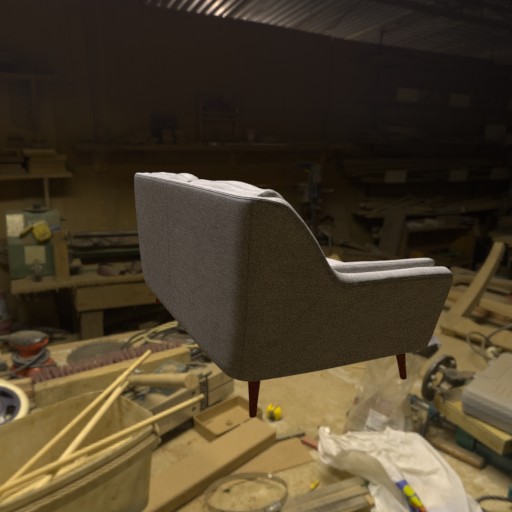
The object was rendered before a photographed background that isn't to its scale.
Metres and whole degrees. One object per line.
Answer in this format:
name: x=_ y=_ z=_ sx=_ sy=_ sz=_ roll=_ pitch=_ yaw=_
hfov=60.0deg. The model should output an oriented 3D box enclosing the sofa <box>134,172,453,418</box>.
sofa: x=0.000 y=0.000 z=2.462 sx=0.976 sy=0.897 sz=1.930 roll=-7 pitch=15 yaw=-26
